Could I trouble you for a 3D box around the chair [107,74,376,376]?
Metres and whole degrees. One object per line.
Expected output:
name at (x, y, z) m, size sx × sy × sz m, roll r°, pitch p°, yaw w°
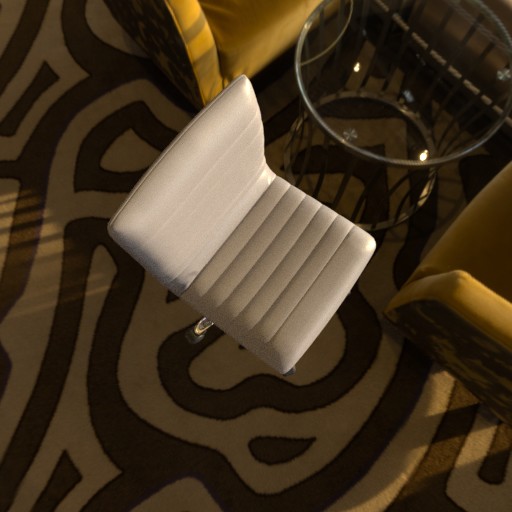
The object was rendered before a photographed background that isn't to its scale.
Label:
chair at (0.000, 0.000, 1.139) m, size 0.542 × 0.750 × 0.569 m, roll 36°, pitch 78°, yaw 9°
